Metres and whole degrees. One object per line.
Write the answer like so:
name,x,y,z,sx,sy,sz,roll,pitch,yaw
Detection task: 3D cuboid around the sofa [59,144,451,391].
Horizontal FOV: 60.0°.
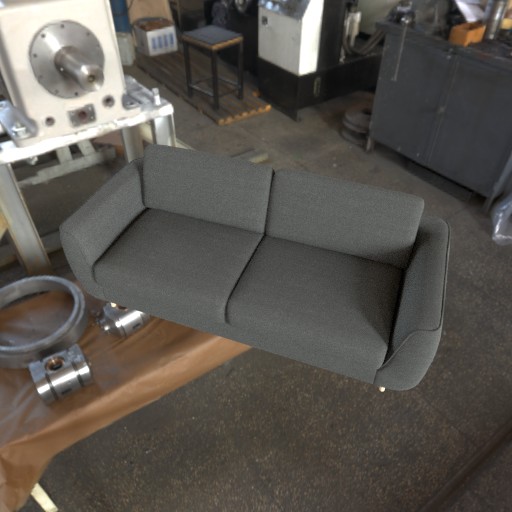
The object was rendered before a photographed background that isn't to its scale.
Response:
sofa,0.000,0.000,2.520,2.000,0.850,0.920,14,44,15
